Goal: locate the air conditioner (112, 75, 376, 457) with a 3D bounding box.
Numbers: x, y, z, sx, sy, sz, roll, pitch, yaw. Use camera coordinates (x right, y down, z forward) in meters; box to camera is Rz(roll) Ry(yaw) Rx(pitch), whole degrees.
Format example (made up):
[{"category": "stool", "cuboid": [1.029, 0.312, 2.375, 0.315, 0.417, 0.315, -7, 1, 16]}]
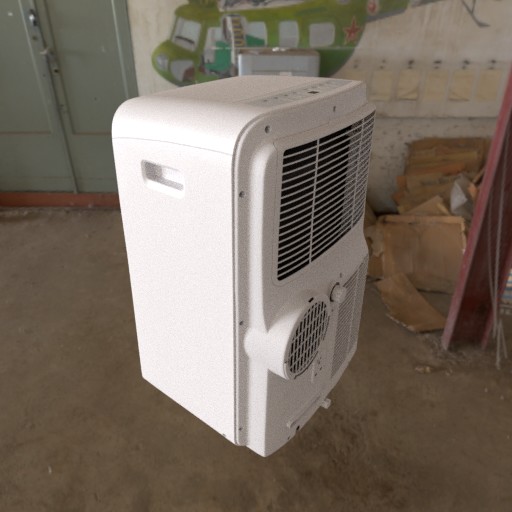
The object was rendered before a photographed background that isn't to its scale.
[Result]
[{"category": "air conditioner", "cuboid": [0.000, 0.000, 1.046, 0.467, 0.765, 0.478, 21, 36, 31]}]
